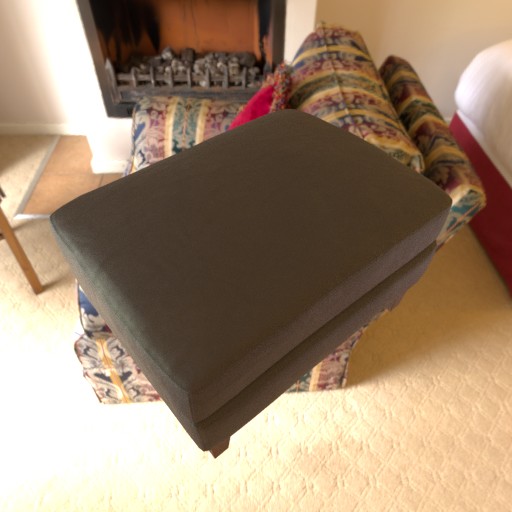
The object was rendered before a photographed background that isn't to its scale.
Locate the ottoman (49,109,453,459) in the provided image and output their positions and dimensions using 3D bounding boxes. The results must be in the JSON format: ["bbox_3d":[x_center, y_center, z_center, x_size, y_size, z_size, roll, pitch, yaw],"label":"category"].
[{"bbox_3d":[0.000,0.000,1.262,0.887,0.529,0.659,-32,55,-26],"label":"ottoman"}]
